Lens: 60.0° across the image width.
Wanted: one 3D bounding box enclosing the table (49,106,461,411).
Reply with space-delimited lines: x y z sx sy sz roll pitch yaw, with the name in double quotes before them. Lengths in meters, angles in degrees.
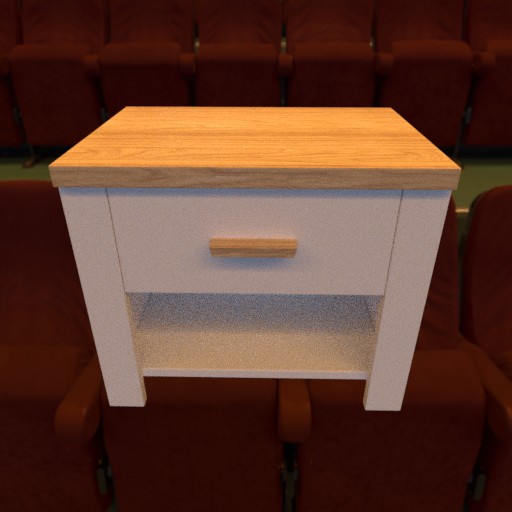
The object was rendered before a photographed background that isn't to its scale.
"table" 0.000 0.000 0.788 0.500 0.440 0.360 1 30 1
